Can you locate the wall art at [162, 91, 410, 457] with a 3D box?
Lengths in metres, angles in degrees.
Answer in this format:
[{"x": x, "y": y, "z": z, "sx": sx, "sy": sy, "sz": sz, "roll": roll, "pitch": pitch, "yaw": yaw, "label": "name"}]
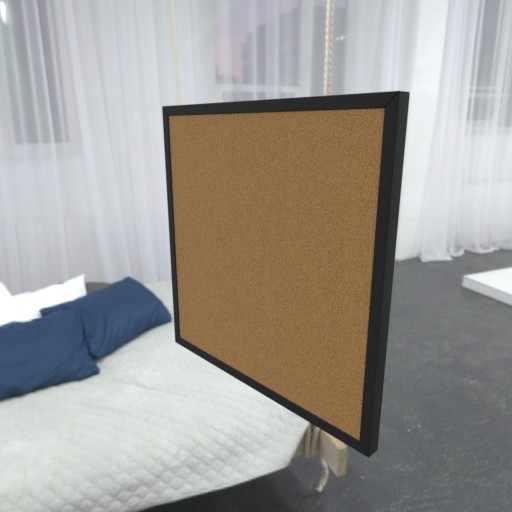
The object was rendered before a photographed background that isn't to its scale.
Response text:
[{"x": 0.000, "y": 0.000, "z": 1.152, "sx": 0.037, "sy": 0.763, "sz": 0.763, "roll": -15, "pitch": 22, "yaw": -41, "label": "wall art"}]
